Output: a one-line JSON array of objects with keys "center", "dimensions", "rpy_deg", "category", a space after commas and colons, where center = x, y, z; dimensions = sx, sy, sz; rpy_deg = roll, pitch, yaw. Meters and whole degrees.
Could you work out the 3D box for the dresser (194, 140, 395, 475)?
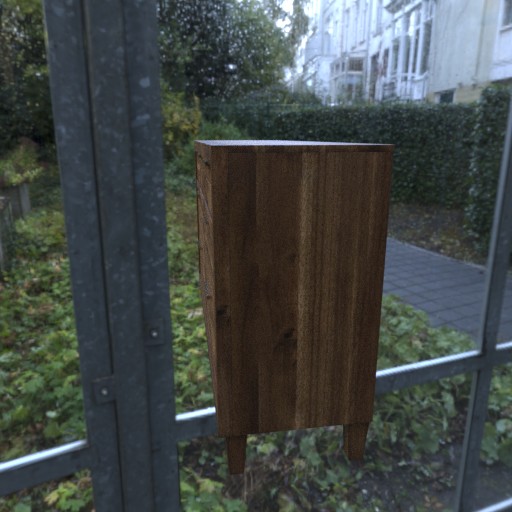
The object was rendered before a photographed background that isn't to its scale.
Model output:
[{"center": [0.000, 0.000, 1.786], "dimensions": [0.438, 0.892, 1.387], "rpy_deg": [-2, 15, -9], "category": "dresser"}]
